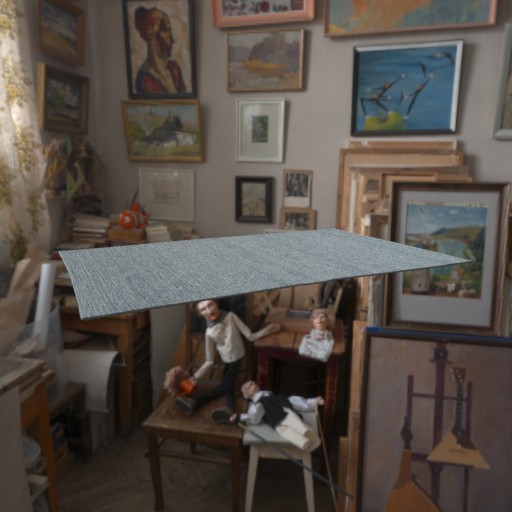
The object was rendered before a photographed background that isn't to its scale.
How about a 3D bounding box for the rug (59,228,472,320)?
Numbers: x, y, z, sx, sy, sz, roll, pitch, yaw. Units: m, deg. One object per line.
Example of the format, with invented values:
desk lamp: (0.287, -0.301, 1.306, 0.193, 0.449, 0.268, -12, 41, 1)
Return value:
rug: (0.000, 0.000, 2.334, 1.853, 0.022, 1.174, -6, 14, -26)
